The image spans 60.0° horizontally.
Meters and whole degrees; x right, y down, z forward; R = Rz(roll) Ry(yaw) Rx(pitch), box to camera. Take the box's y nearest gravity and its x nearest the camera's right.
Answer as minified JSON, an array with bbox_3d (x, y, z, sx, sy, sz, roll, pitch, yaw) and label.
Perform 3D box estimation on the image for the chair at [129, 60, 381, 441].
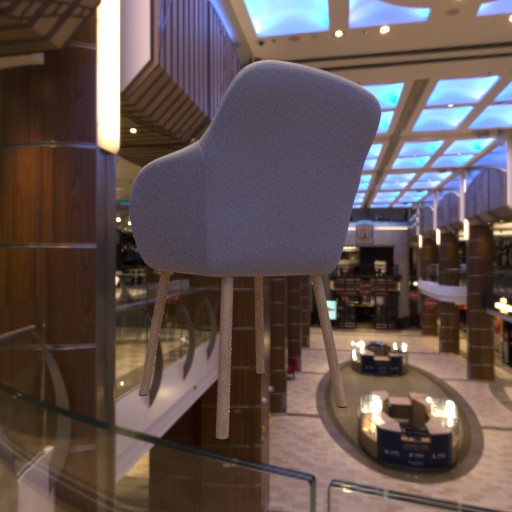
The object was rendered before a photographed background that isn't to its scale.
[{"bbox_3d":[0.000,0.000,1.231,0.570,0.830,0.590,0,-1,-35],"label":"chair"}]
